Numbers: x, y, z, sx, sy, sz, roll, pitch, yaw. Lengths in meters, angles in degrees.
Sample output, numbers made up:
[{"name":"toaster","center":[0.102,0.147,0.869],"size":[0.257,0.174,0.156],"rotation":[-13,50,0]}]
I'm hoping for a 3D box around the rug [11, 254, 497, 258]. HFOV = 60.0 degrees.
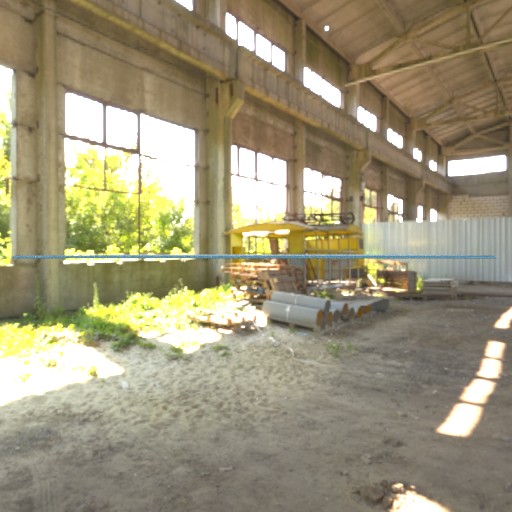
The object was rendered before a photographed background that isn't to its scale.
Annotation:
[{"name":"rug","center":[0.000,0.000,3.857],"size":[2.964,0.018,2.350],"rotation":[0,0,1]}]
